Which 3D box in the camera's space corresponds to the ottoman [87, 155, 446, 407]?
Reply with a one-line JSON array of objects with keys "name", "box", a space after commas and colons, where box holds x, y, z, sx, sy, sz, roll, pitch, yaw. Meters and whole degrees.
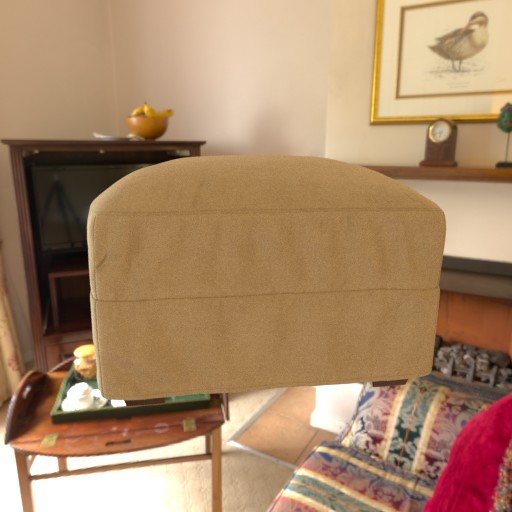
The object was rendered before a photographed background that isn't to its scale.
[{"name": "ottoman", "box": [0.000, 0.000, 1.079, 0.712, 0.480, 0.584, -2, 13, -8]}]
